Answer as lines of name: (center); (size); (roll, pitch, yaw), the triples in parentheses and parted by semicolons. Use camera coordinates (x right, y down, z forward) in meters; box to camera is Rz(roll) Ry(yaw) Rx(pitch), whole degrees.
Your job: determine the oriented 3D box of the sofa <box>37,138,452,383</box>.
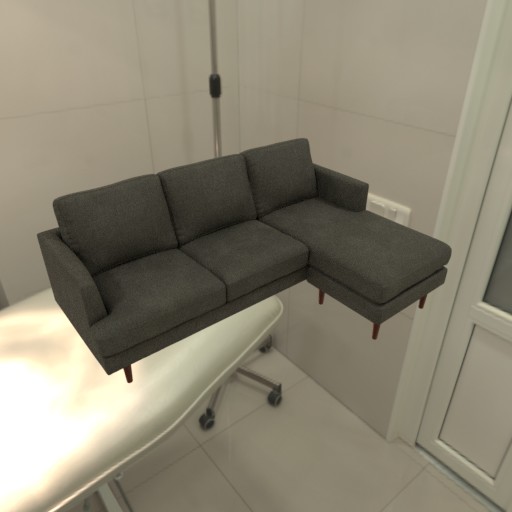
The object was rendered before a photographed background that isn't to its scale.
sofa: (0.000, 0.000, 2.875); (2.233, 0.956, 1.504); (-22, 37, -33)
